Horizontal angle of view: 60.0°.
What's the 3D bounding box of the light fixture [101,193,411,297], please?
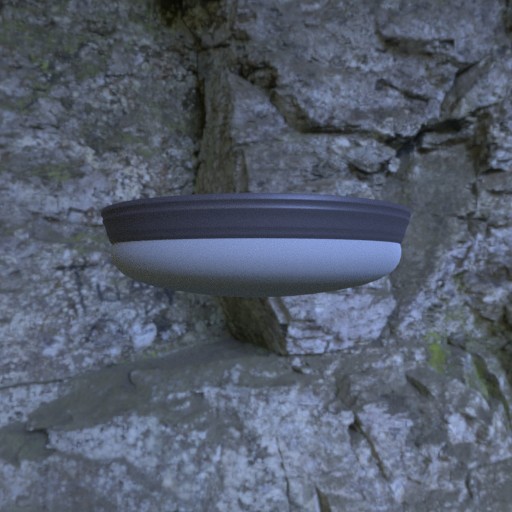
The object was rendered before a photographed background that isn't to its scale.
[{"bbox_3d":[0.000,0.000,0.556,0.368,0.100,0.368,0,-1,0],"label":"light fixture"}]
